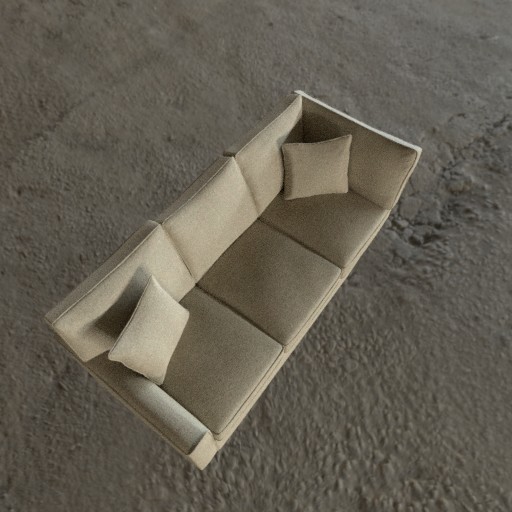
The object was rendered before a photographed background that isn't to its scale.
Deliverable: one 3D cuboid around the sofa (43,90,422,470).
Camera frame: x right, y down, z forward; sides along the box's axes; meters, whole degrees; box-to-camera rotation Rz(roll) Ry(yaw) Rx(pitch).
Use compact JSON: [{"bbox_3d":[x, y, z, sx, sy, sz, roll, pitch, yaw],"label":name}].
[{"bbox_3d":[0.000,0.000,2.845,1.061,0.962,2.317,32,63,19],"label":"sofa"}]
